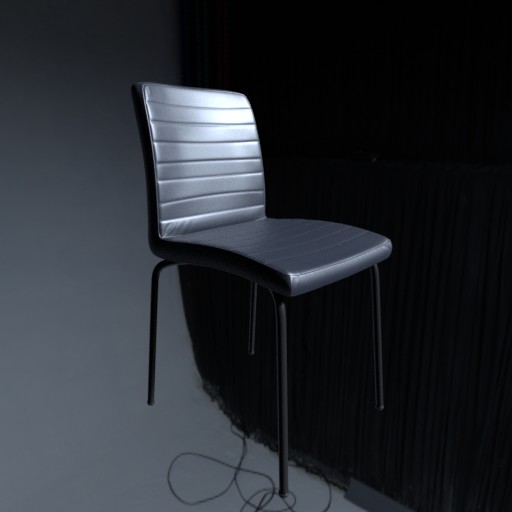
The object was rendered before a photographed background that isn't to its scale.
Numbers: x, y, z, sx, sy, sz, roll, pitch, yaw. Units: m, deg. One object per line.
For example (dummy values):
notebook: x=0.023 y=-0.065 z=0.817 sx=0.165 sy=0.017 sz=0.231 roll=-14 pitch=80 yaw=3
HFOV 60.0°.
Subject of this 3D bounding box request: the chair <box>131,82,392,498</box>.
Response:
chair: x=0.000 y=0.000 z=1.162 sx=0.572 sy=0.872 sz=0.450 roll=13 pitch=20 yaw=41
